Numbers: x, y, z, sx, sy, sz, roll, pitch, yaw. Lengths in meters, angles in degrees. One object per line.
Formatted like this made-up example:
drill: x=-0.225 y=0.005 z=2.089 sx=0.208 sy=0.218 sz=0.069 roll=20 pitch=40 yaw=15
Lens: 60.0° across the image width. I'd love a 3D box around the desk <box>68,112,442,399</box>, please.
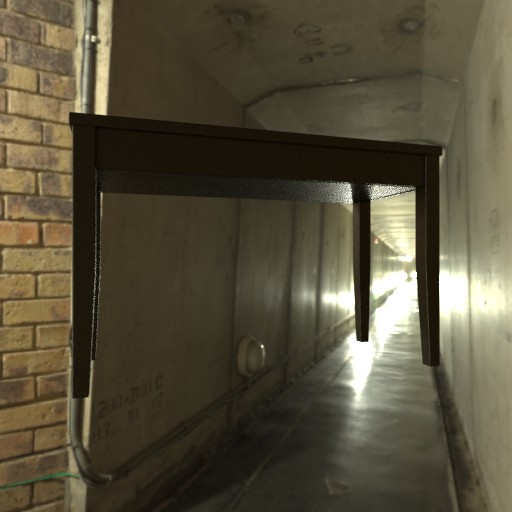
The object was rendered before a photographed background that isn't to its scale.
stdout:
desk: x=0.000 y=0.000 z=1.616 sx=1.220 sy=0.775 sz=0.508 roll=0 pitch=0 yaw=-18
